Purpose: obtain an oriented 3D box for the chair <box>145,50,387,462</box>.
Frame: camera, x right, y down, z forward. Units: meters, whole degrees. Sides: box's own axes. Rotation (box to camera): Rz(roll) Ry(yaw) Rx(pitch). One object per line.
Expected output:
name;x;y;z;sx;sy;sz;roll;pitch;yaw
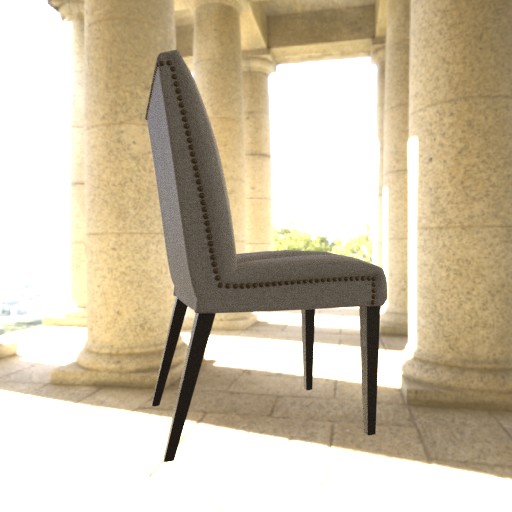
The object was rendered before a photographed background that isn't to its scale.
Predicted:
chair;0.000;0.000;1.385;0.647;1.016;0.511;0;0;-17
